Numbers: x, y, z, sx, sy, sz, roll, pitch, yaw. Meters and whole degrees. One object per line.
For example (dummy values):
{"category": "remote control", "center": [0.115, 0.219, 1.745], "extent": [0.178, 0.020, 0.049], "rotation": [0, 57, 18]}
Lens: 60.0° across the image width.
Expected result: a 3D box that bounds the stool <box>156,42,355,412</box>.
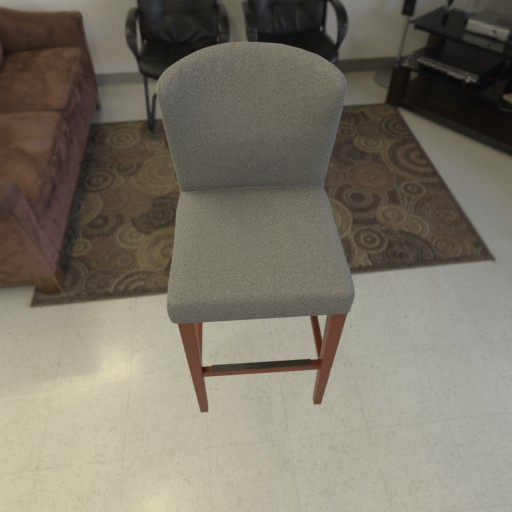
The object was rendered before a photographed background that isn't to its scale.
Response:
{"category": "stool", "center": [0.000, 0.000, 1.367], "extent": [0.481, 1.069, 0.568], "rotation": [-3, 48, -3]}
